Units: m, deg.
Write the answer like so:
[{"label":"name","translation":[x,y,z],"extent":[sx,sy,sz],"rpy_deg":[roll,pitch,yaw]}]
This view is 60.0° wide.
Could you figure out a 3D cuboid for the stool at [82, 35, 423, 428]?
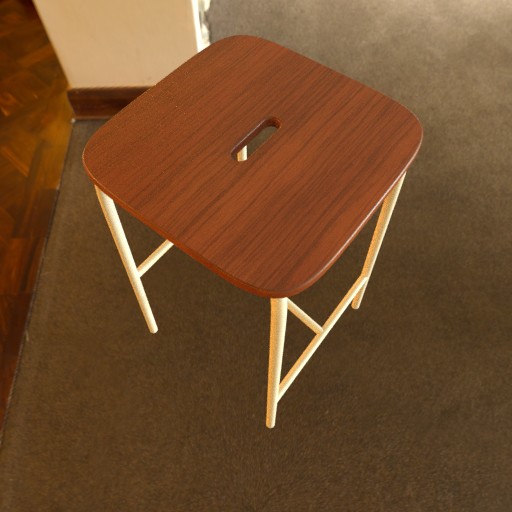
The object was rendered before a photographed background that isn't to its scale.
[{"label":"stool","translation":[0.000,0.000,0.840],"extent":[0.376,0.610,0.376],"rpy_deg":[34,65,18]}]
